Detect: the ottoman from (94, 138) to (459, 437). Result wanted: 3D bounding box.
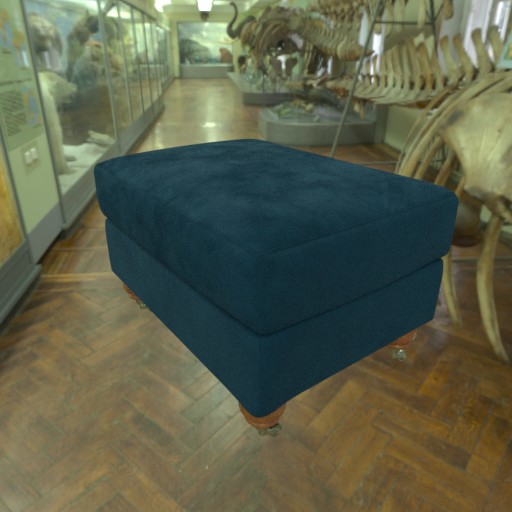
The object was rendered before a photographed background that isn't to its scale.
[{"bbox_3d":[0.000,0.000,1.157,0.572,0.503,0.773,-17,30,-33],"label":"ottoman"}]
